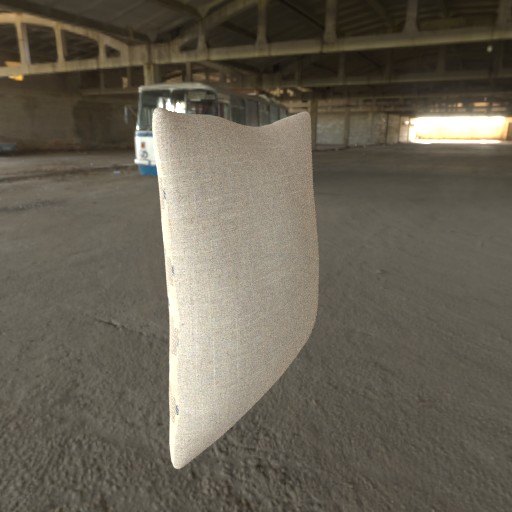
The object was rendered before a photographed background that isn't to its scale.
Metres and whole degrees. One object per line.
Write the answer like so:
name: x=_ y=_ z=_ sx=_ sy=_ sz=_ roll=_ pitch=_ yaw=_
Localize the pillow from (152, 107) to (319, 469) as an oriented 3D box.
pillow: x=0.000 y=0.000 z=0.870 sx=0.192 sy=0.558 sz=0.578 roll=8 pitch=17 yaw=25
